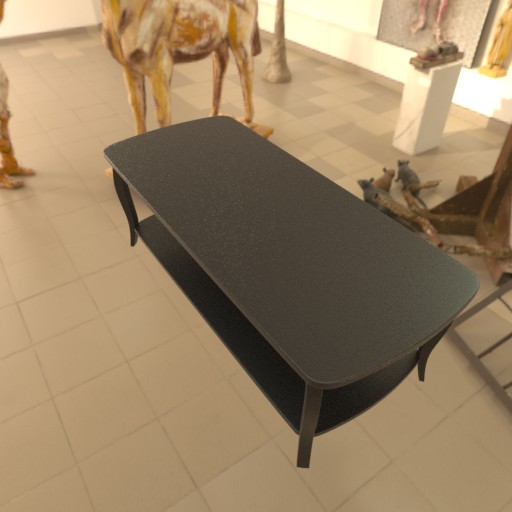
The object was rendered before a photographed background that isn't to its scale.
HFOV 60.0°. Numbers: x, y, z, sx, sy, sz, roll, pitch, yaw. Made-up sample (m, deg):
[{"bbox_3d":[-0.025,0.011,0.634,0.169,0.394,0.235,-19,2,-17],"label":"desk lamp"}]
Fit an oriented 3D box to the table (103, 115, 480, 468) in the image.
[{"bbox_3d":[0.000,0.000,1.556,0.571,0.457,1.333,-24,46,-26],"label":"table"}]
